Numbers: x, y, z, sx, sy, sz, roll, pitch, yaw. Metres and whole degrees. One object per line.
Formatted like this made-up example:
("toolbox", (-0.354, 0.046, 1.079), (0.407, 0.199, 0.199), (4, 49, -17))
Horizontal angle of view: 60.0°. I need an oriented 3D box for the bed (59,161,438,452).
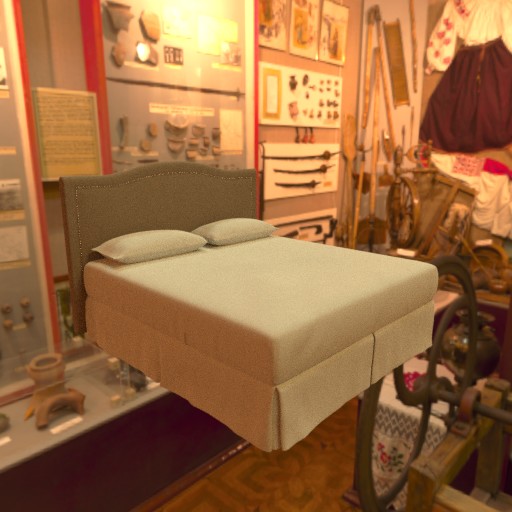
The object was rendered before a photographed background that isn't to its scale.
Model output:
("bed", (0.000, 0.000, 3.482), (2.182, 1.421, 2.083), (13, 19, 43))
